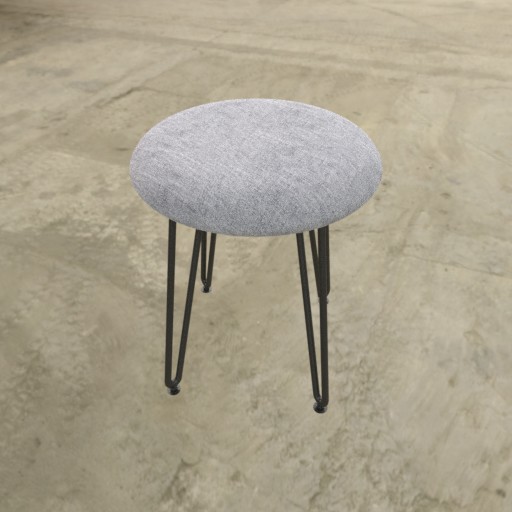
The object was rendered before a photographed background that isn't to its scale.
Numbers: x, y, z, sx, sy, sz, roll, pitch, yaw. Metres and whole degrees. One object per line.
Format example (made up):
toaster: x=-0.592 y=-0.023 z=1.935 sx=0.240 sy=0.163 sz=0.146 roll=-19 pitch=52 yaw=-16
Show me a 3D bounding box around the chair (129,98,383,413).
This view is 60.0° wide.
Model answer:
chair: x=0.000 y=0.000 z=0.655 sx=0.350 sy=0.386 sz=0.350 roll=-26 pitch=46 yaw=-28
